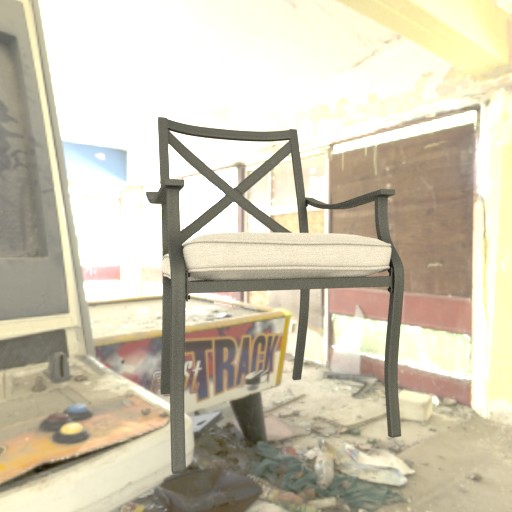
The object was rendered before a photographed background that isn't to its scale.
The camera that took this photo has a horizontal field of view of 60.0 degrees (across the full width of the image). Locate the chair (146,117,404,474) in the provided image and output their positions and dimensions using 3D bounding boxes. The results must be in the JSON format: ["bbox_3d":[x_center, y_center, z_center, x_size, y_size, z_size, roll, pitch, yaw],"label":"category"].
[{"bbox_3d":[0.000,0.000,1.267,0.575,0.889,0.620,0,1,-19],"label":"chair"}]
